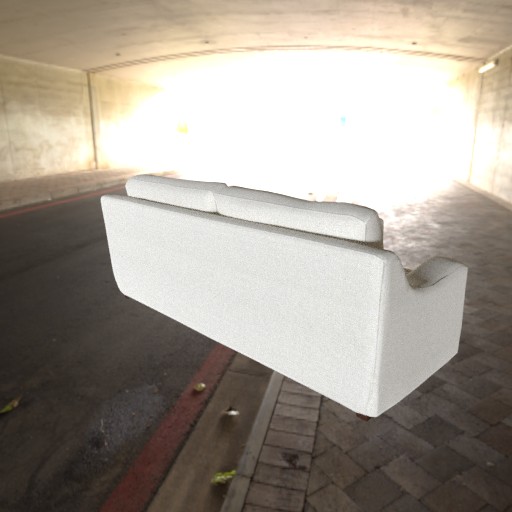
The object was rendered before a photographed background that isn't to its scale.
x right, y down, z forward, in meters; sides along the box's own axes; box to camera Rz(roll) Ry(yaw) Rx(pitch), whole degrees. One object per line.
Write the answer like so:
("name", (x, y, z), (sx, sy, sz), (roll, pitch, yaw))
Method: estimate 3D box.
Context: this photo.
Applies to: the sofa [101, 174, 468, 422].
("sofa", (0.000, 0.000, 3.027), (1.009, 1.022, 2.470), (-15, 22, -42))
